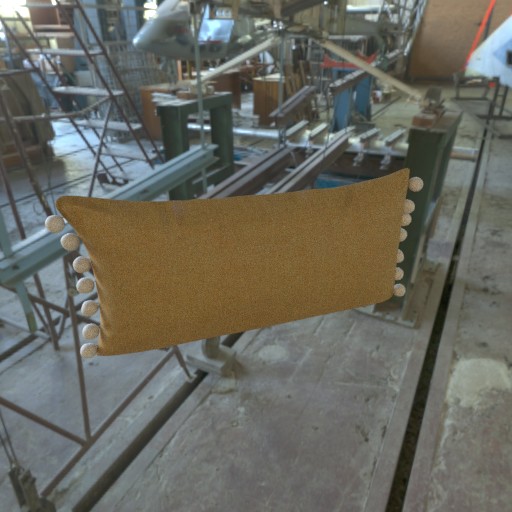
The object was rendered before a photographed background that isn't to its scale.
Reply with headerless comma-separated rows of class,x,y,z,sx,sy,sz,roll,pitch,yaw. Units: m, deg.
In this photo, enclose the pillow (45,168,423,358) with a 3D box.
pillow,0.000,0.000,0.864,0.709,0.322,0.201,-9,29,-16
